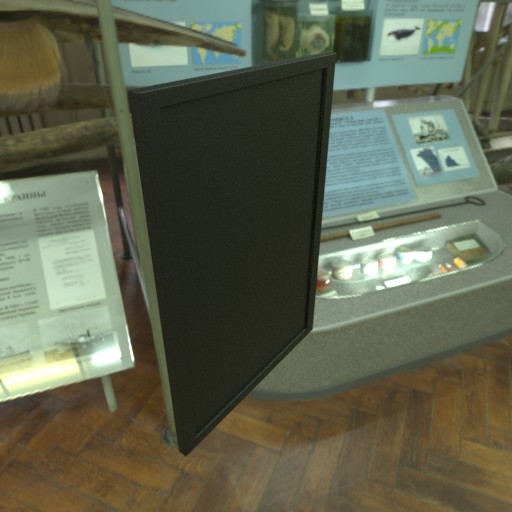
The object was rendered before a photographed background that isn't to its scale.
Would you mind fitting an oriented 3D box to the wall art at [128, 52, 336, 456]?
[{"bbox_3d":[0.000,0.000,0.545,0.013,0.431,0.303,21,37,31],"label":"wall art"}]
